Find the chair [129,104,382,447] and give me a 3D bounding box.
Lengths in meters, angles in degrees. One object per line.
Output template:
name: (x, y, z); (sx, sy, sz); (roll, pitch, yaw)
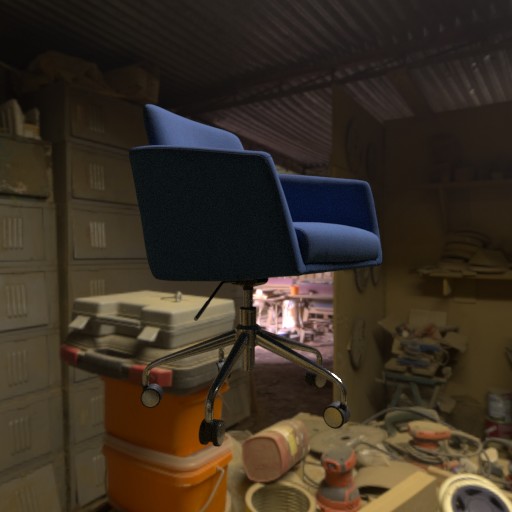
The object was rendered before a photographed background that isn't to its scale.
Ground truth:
chair: (0.000, 0.000, 1.332); (0.635, 0.908, 0.641); (0, 1, 34)
